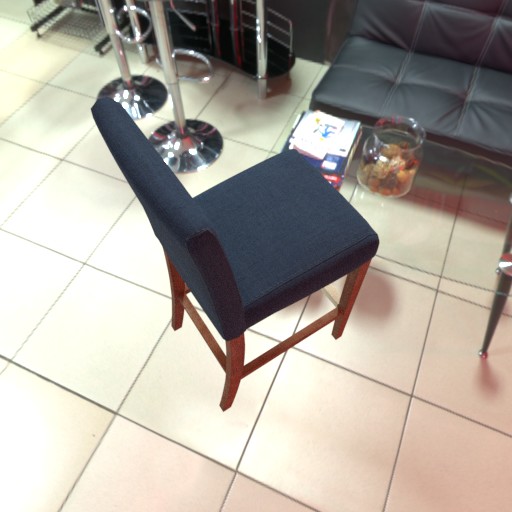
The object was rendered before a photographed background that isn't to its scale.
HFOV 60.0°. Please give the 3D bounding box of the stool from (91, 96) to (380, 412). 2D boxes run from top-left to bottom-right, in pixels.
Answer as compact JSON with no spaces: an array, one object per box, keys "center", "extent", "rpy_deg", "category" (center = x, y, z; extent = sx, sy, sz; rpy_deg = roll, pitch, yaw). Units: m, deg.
[{"center":[0.000,0.000,1.341],"extent":[0.574,1.088,0.454],"rpy_deg":[-29,61,-18],"category":"stool"}]
